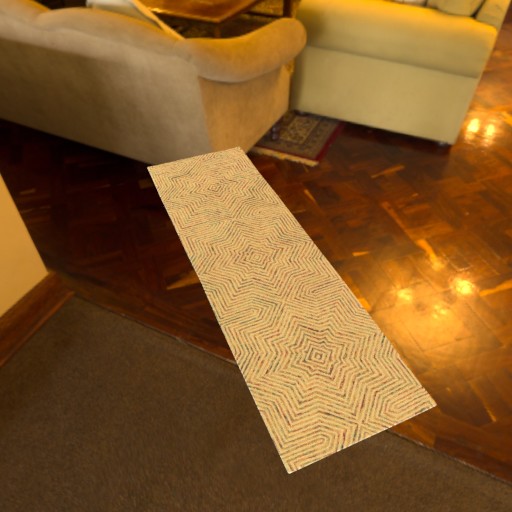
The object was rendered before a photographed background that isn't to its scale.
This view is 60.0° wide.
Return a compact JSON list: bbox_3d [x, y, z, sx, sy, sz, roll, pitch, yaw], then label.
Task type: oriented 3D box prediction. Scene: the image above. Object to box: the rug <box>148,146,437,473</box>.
[{"bbox_3d":[0.000,0.000,2.721,0.771,0.009,2.443,-17,47,-16],"label":"rug"}]
